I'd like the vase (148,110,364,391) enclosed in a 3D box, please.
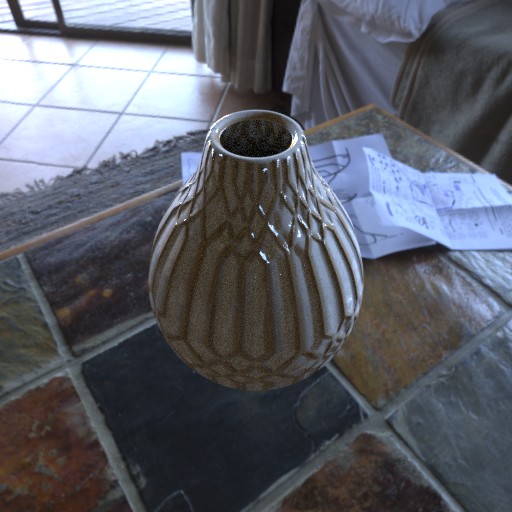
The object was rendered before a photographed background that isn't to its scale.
[{"bbox_3d":[0.000,0.000,0.318,0.159,0.200,0.159,0,47,0],"label":"vase"}]
